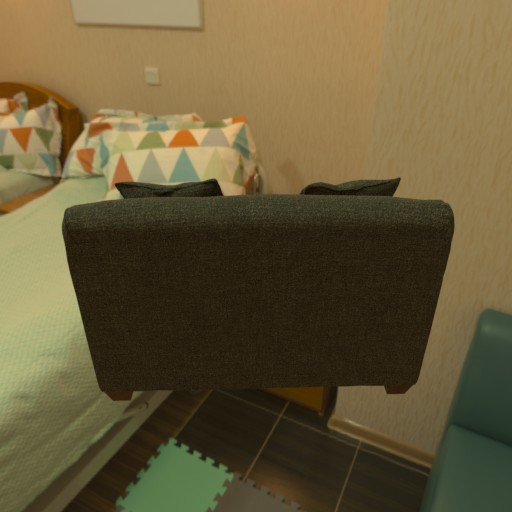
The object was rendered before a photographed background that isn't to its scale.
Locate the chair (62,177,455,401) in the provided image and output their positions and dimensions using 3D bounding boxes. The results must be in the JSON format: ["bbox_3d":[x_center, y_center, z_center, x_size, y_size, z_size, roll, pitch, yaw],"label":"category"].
[{"bbox_3d":[0.000,0.000,2.128,1.383,0.948,1.000,-1,30,-2],"label":"chair"}]
